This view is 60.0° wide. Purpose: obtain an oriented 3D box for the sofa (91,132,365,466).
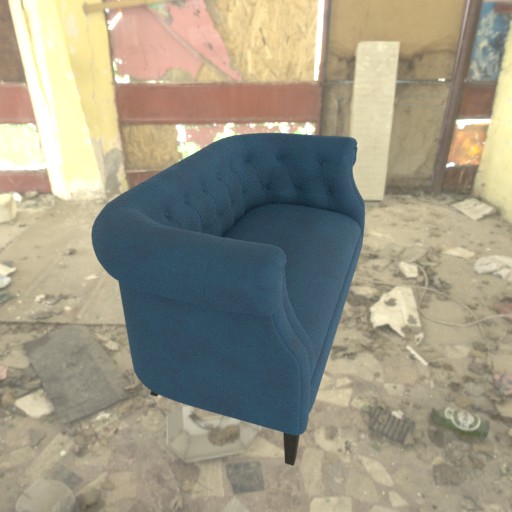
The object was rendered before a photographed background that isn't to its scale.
[{"bbox_3d":[0.000,0.000,2.027,0.835,0.827,1.558,9,30,17],"label":"sofa"}]
